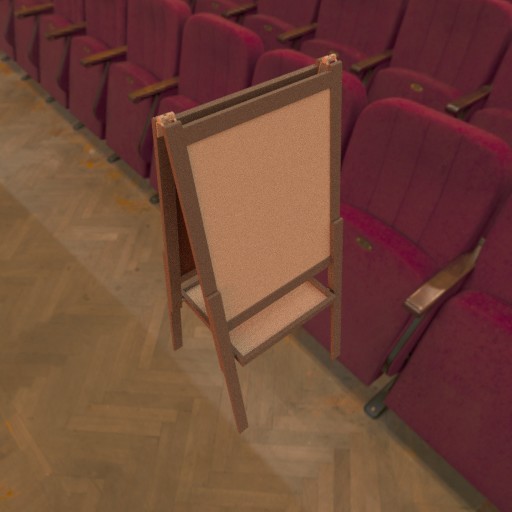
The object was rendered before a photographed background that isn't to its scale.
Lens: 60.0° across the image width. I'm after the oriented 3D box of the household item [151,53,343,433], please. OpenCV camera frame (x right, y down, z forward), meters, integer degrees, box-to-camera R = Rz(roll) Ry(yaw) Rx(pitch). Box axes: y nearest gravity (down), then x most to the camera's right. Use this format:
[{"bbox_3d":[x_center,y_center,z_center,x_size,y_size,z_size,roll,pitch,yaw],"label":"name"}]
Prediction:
[{"bbox_3d":[0.000,0.000,1.461,0.531,1.172,0.469,-30,53,-26],"label":"household item"}]
